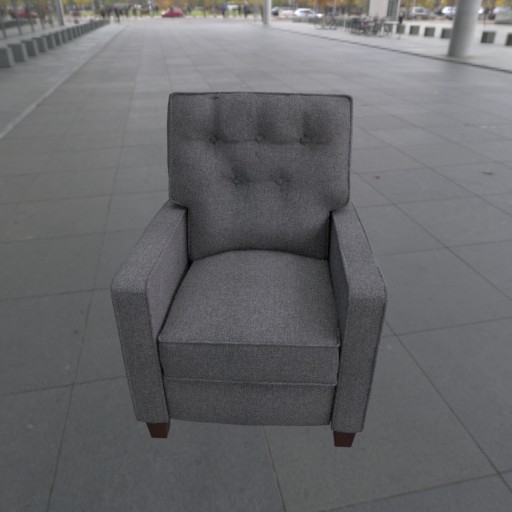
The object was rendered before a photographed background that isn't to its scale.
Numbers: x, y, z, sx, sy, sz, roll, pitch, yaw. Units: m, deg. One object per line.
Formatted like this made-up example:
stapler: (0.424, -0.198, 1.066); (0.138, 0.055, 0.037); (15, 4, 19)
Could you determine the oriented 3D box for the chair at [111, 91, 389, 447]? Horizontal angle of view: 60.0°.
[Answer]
chair: (0.000, 0.000, 1.366); (0.650, 0.889, 0.775); (2, 29, 3)
